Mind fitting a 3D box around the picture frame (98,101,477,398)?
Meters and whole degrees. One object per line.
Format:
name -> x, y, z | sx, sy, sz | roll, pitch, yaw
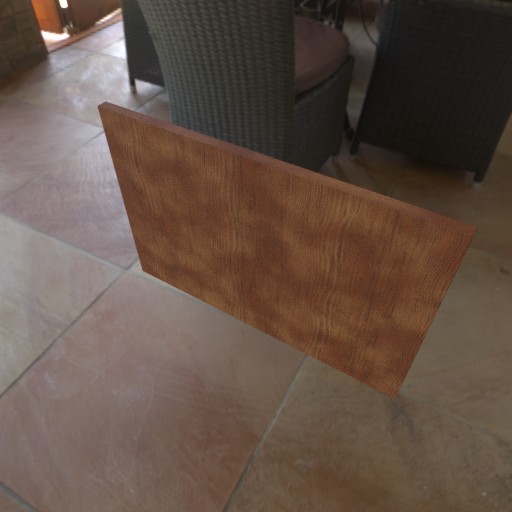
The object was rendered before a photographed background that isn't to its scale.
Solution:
picture frame -> 0.000, 0.000, 1.221 | 0.950, 0.640, 0.029 | 24, 50, 21
